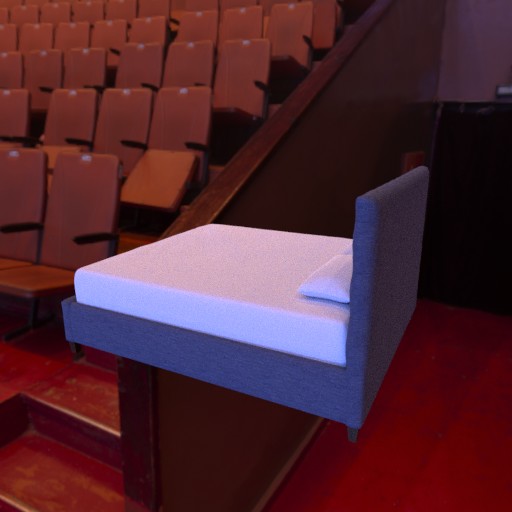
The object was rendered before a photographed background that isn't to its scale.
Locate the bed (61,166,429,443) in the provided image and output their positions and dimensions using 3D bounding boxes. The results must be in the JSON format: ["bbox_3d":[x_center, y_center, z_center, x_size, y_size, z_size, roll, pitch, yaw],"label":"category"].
[{"bbox_3d":[0.000,0.000,3.723,2.387,1.427,2.078,8,18,26],"label":"bed"}]
